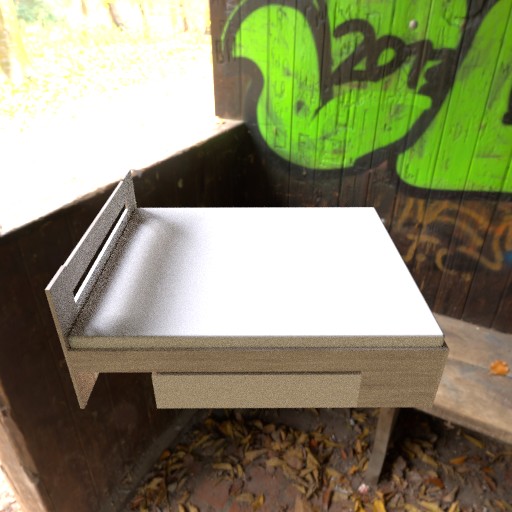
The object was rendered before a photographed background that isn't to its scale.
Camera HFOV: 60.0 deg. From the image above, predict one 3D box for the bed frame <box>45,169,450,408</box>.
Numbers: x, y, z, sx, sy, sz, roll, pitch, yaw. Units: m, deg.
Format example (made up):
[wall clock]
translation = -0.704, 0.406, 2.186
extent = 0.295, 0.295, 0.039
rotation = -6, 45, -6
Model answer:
[bed frame]
translation = 0.000, 0.000, 3.240
extent = 2.050, 0.860, 2.040
rotation = 0, 31, 0
